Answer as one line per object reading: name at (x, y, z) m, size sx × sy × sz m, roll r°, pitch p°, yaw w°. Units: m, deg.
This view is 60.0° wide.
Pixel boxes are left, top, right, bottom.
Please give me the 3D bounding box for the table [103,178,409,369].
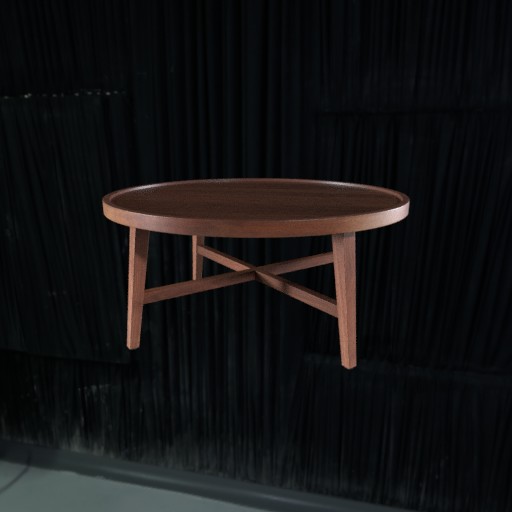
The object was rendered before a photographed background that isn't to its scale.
table at (0.000, 0.000, 1.266) m, size 0.800 × 0.360 × 0.800 m, roll 0°, pitch 16°, yaw 0°
